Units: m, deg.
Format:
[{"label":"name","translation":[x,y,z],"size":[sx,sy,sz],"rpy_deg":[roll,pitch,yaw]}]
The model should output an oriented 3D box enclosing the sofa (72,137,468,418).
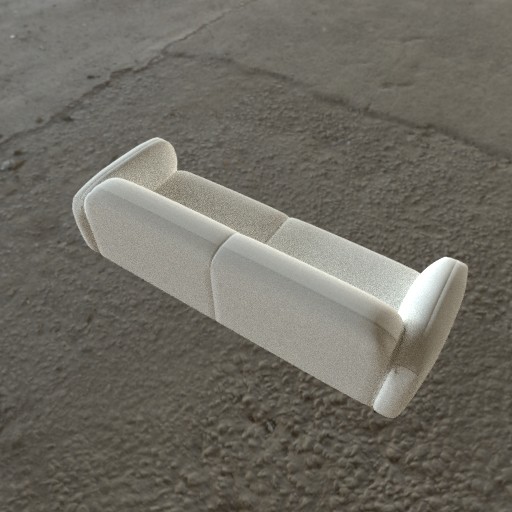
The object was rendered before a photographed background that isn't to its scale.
[{"label":"sofa","translation":[0.000,0.000,2.687],"size":[2.280,0.780,0.870],"rpy_deg":[26,54,21]}]
